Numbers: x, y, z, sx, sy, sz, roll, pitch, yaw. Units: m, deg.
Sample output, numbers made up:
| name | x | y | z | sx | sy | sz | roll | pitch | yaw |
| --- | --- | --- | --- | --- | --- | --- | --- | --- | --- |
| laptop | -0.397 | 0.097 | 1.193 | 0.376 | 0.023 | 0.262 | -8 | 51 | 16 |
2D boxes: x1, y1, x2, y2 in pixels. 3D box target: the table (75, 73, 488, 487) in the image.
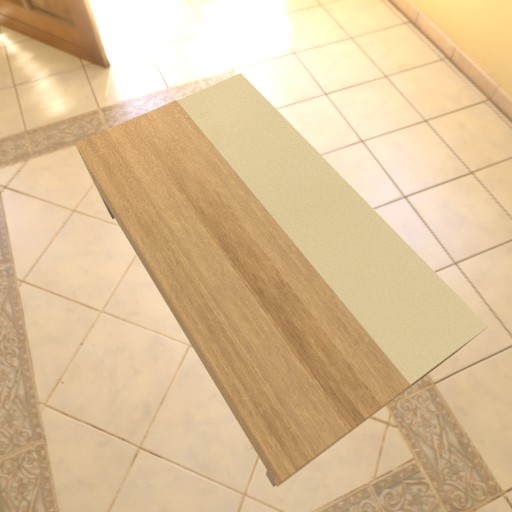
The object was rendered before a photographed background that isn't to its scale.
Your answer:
| name | x | y | z | sx | sy | sz | roll | pitch | yaw |
| --- | --- | --- | --- | --- | --- | --- | --- | --- | --- |
| table | 0.000 | 0.000 | 1.352 | 0.600 | 0.350 | 1.100 | -30 | 64 | -16 |
